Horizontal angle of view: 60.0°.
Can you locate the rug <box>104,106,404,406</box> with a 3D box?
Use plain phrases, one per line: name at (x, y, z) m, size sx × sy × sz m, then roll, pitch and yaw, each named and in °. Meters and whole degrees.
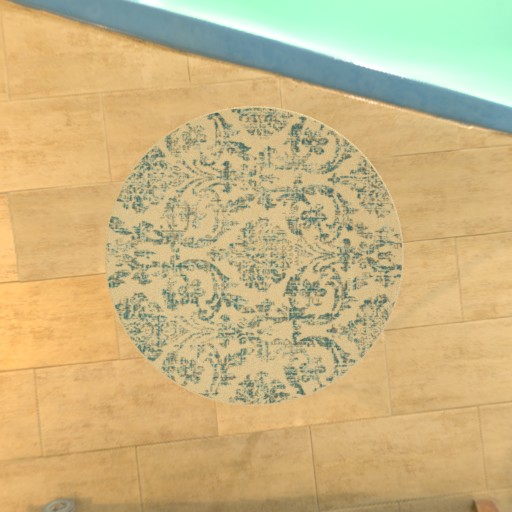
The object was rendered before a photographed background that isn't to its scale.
rug at (0.000, 0.000, 2.357) m, size 1.593 × 0.012 × 1.593 m, roll 0°, pitch 90°, yaw -2°
